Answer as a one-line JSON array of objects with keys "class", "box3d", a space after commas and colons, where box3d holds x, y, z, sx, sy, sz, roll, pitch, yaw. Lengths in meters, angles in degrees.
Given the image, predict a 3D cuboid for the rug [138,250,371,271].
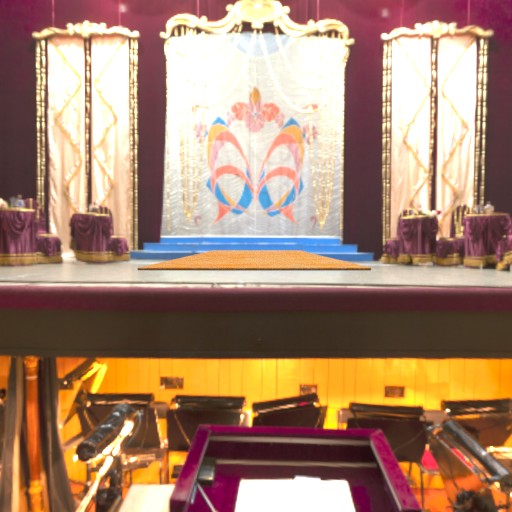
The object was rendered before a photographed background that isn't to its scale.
[{"class": "rug", "box3d": [0.000, 0.000, 2.656, 0.775, 0.010, 2.438, 0, 2, 0]}]
